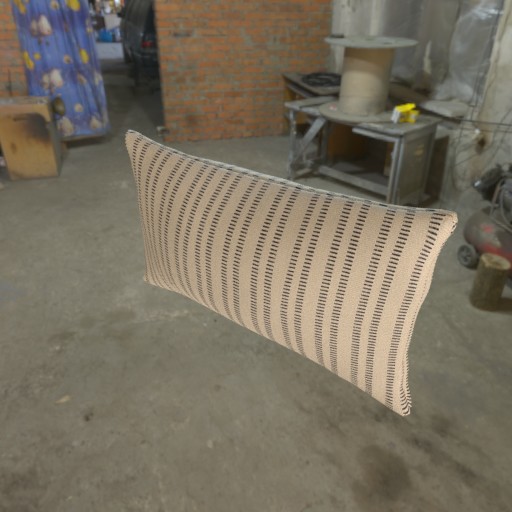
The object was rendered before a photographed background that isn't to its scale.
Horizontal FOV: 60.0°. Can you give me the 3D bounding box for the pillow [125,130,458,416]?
[{"bbox_3d":[0.000,0.000,0.796,0.640,0.353,0.210,21,37,32],"label":"pillow"}]
